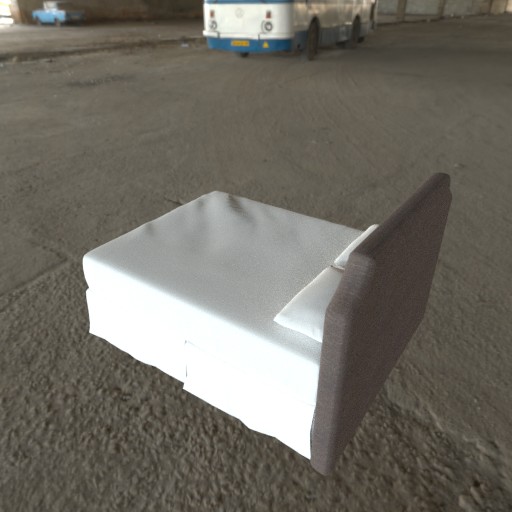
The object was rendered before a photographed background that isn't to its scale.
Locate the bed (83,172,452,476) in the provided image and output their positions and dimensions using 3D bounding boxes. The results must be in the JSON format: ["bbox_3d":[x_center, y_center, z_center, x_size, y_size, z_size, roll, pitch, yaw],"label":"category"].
[{"bbox_3d":[0.000,0.000,3.166,2.116,1.290,1.693,19,36,30],"label":"bed"}]
